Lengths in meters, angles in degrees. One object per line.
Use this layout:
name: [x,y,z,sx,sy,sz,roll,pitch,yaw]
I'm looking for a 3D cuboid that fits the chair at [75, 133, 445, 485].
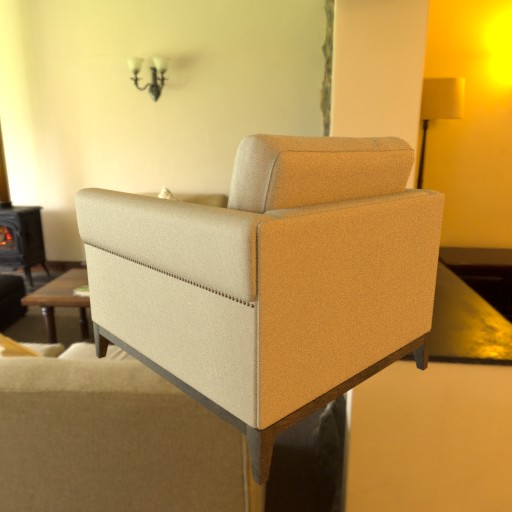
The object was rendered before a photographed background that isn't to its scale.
chair: [0.000,0.000,1.612,0.914,0.838,0.959,-13,19,-42]
